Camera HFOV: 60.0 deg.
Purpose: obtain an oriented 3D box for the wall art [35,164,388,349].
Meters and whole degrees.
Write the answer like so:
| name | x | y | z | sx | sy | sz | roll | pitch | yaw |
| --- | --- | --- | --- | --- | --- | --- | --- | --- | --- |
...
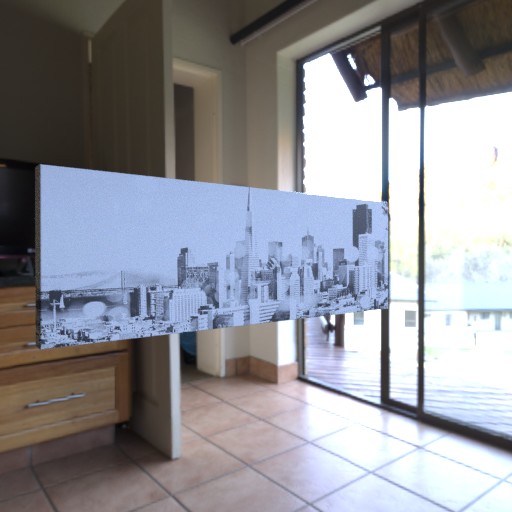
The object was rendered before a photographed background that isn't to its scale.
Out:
| name | x | y | z | sx | sy | sz | roll | pitch | yaw |
| --- | --- | --- | --- | --- | --- | --- | --- | --- | --- |
| wall art | 0.000 | 0.000 | 0.853 | 0.766 | 0.256 | 0.036 | 0 | 0 | -37 |
